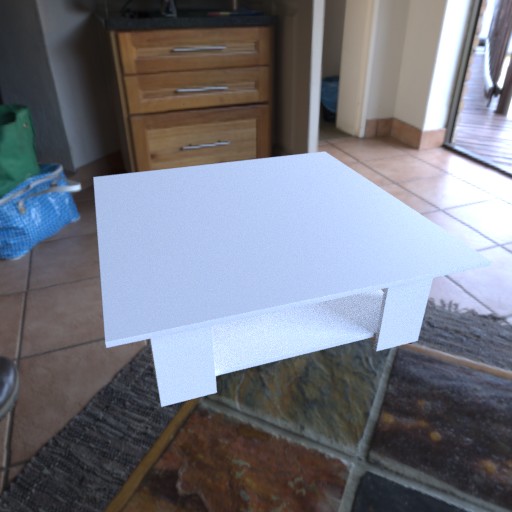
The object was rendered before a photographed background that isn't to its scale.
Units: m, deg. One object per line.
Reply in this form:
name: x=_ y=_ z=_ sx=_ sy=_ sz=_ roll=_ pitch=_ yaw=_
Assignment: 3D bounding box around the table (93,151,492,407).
table: x=0.000 y=0.000 z=1.377 sx=0.890 sy=0.305 sz=0.890 roll=-10 pitch=32 yaw=-16
